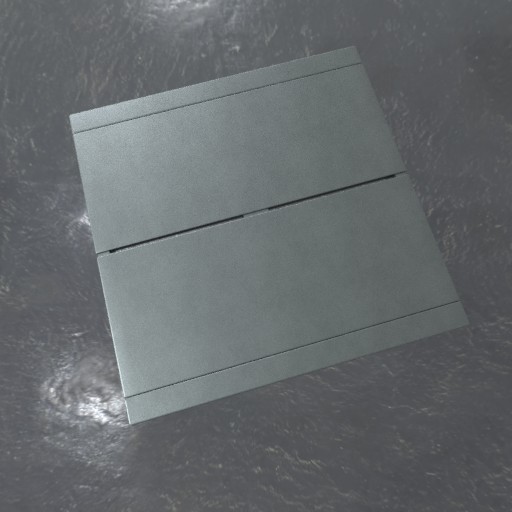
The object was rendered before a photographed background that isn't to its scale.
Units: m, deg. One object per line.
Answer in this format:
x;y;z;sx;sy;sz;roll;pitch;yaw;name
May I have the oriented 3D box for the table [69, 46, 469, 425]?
0.000;0.000;0.937;0.508;0.508;0.508;-15;75;-4;table
